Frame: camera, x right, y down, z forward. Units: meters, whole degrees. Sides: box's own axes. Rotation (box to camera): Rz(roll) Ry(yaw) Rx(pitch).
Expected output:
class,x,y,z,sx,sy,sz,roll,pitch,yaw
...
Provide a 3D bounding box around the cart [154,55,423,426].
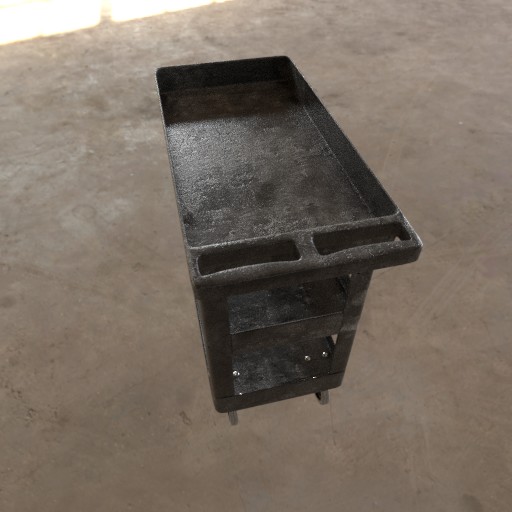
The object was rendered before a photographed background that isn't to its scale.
class,x,y,z,sx,sy,sz,roll,pitch,yaw
cart,0.000,0.000,1.343,0.420,0.824,0.877,-10,47,-9
